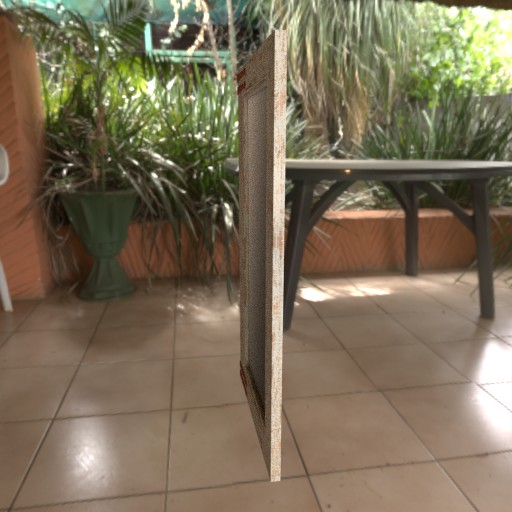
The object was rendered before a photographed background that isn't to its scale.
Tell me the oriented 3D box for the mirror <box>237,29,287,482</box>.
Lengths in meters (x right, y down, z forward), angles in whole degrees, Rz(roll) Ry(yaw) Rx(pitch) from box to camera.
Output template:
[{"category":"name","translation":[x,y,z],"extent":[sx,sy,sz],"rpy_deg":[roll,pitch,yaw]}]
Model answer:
[{"category":"mirror","translation":[0.000,0.000,1.103],"extent":[0.027,0.922,0.472],"rpy_deg":[-2,14,-10]}]
